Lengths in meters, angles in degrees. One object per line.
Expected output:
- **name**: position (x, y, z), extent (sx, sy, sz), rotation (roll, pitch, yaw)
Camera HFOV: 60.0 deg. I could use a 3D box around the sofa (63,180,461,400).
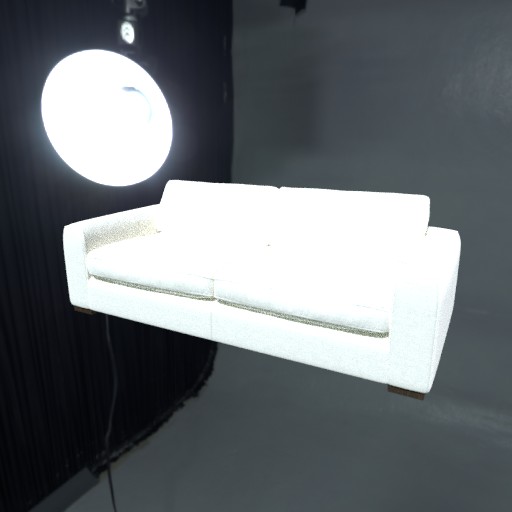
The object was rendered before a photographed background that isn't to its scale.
- **sofa**: position (0.000, 0.000, 2.763), extent (2.262, 0.801, 1.070), rotation (8, 18, 27)
